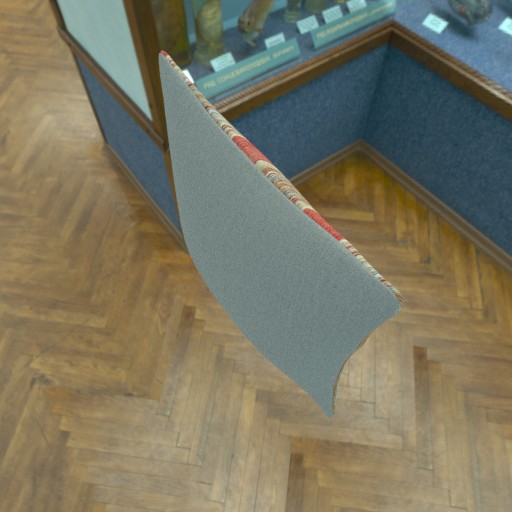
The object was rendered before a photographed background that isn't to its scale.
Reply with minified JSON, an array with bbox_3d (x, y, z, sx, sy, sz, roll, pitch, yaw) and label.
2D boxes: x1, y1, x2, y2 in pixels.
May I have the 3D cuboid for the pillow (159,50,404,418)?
[{"bbox_3d":[0.000,0.000,0.639,0.136,0.419,0.437,-30,62,-18],"label":"pillow"}]
